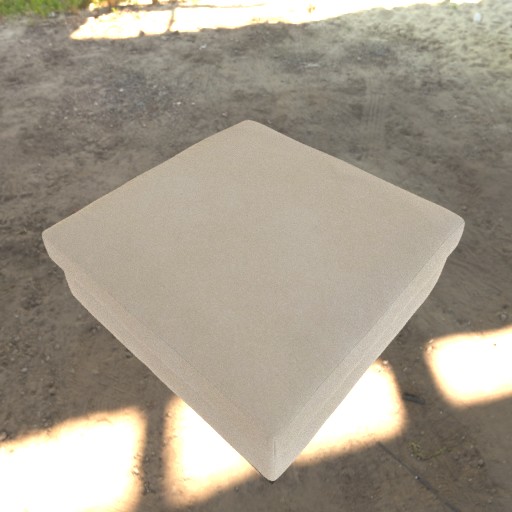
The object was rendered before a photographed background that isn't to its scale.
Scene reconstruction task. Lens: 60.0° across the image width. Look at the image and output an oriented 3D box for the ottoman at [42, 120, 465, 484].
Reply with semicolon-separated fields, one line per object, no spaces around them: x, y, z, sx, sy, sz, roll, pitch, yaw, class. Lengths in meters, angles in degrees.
0.000;0.000;1.825;1.205;0.522;1.190;33;54;28;ottoman
